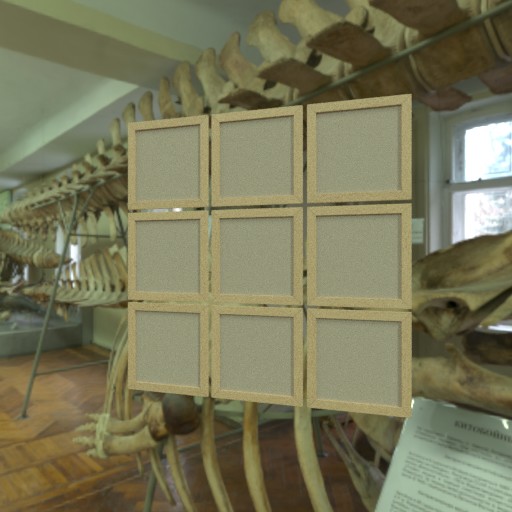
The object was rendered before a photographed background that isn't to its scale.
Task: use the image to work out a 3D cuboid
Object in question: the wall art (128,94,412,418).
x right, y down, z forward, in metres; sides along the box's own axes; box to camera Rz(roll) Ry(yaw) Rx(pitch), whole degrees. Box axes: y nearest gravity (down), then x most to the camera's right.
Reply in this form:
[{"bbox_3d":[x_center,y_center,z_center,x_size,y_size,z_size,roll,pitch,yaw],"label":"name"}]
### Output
[{"bbox_3d":[0.000,0.000,2.294,1.519,1.507,0.014,0,0,17],"label":"wall art"}]
